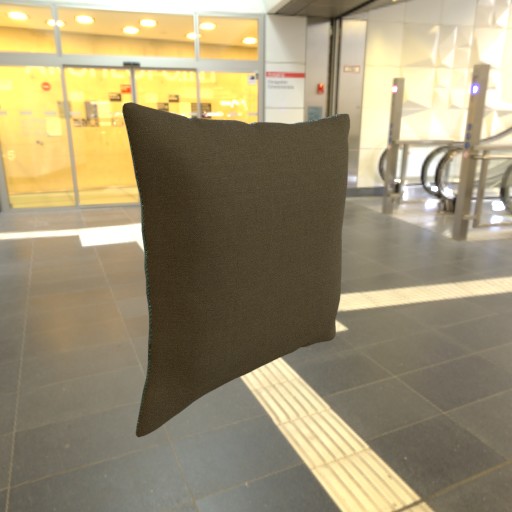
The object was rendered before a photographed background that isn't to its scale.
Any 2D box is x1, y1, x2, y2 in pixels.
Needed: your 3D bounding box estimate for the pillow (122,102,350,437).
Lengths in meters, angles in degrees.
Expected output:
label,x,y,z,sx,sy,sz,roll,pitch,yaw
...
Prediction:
label,x,y,z,sx,sy,sz,roll,pitch,yaw
pillow,0.000,0.000,0.672,0.436,0.430,0.138,-16,23,-42
